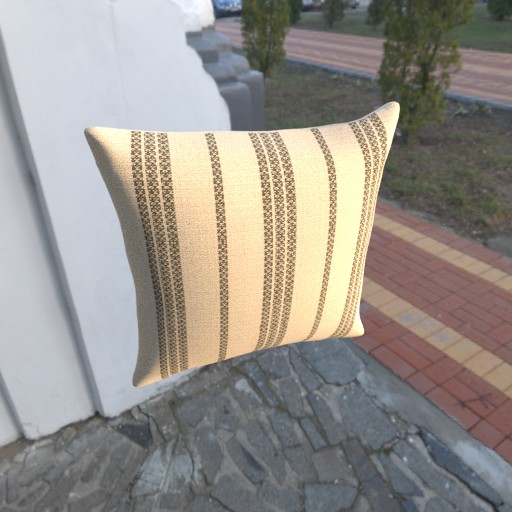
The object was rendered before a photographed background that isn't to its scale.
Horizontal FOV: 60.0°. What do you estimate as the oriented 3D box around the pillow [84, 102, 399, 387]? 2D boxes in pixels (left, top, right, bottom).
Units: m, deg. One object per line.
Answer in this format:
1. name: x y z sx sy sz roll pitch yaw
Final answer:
1. pillow: 0.000 0.000 0.644 0.405 0.406 0.173 -10 33 -15
